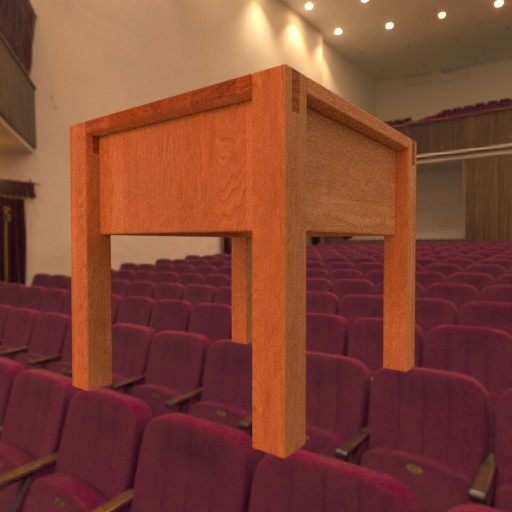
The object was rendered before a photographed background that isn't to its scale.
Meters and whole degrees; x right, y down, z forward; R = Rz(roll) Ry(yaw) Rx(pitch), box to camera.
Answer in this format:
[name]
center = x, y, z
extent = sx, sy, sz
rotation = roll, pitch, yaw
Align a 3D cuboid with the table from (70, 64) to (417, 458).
[table]
center = 0.000, 0.000, 0.825
extent = 0.440, 0.450, 0.480
rotation = 1, 2, 37
